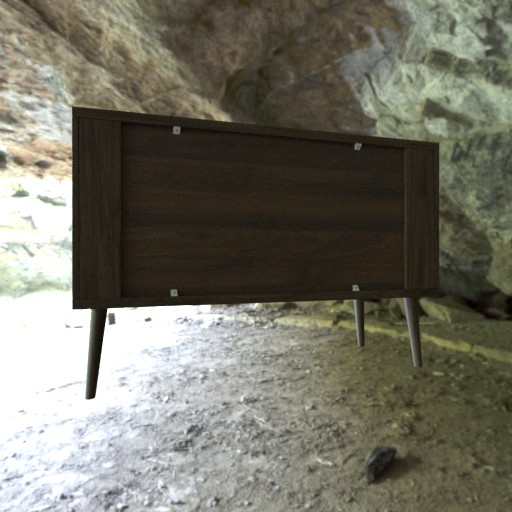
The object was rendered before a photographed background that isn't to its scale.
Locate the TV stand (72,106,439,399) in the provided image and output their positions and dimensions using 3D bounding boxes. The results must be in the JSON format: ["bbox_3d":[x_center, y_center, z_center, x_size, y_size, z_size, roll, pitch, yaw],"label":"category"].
[{"bbox_3d":[0.000,0.000,1.323,0.990,0.660,0.405,0,0,-19],"label":"TV stand"}]
